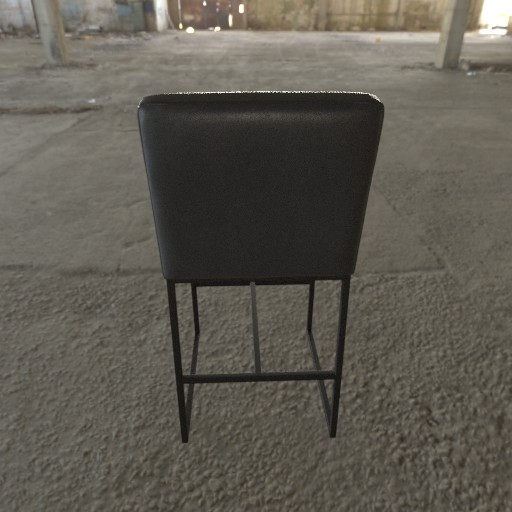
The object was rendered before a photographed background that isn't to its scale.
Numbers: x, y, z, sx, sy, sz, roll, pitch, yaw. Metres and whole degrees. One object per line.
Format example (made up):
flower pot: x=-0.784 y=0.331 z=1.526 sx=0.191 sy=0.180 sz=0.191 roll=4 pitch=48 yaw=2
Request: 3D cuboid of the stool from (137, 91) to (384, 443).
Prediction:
stool: x=0.000 y=0.000 z=1.236 sx=0.457 sy=0.938 sz=0.552 roll=-1 pitch=29 yaw=-2
